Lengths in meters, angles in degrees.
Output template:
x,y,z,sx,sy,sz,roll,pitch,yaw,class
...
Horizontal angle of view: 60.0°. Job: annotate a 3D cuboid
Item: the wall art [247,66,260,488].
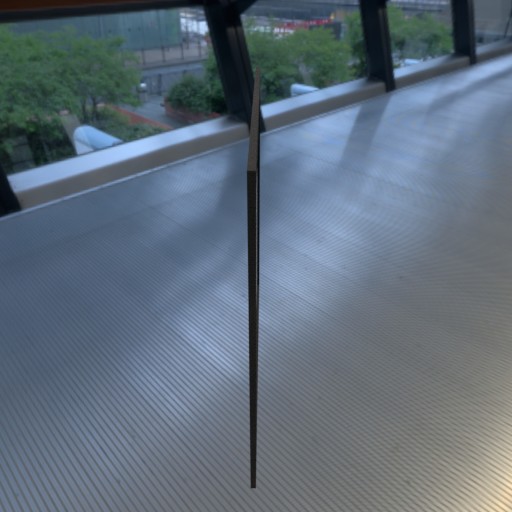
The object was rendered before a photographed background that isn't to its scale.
x,y,z,sx,sy,sz,roll,pitch,yaw,class
0.000,0.000,1.209,0.013,0.823,0.823,1,33,1,wall art
